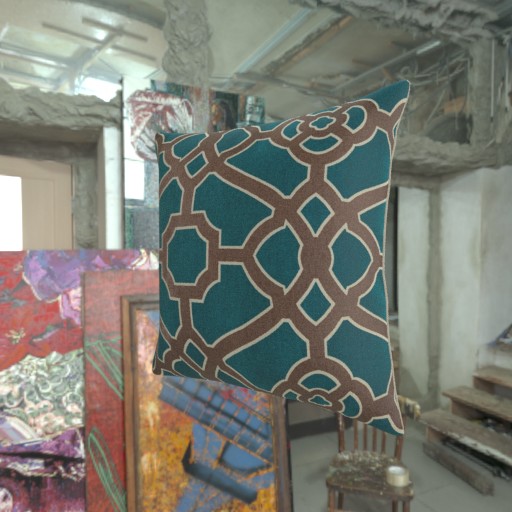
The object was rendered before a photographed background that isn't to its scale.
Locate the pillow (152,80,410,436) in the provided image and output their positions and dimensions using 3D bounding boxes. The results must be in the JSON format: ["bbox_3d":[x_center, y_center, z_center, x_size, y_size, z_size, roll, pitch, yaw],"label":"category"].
[{"bbox_3d":[0.000,0.000,0.781,0.526,0.507,0.166,1,2,35],"label":"pillow"}]
